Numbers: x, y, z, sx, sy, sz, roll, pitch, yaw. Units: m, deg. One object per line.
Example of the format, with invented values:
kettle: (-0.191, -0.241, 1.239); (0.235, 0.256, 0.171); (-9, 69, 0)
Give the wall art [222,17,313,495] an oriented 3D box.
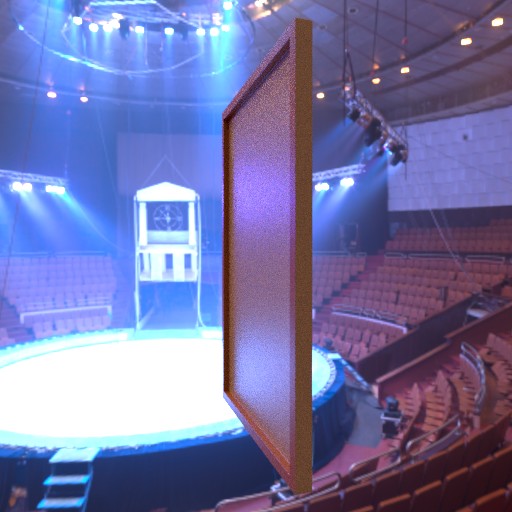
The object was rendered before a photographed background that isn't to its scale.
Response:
wall art: (0.000, 0.000, 1.145); (0.037, 0.916, 0.610); (0, 0, -18)
